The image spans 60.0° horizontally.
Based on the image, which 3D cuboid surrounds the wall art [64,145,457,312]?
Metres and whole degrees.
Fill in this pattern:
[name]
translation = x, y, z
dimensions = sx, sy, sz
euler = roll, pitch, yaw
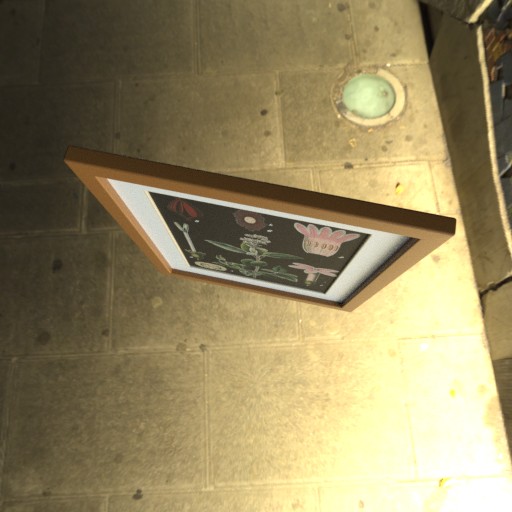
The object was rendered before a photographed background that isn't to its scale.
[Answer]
[wall art]
translation = 0.000, 0.000, 0.763
dimensions = 0.449, 0.550, 0.021
euler = 11, 74, 3
